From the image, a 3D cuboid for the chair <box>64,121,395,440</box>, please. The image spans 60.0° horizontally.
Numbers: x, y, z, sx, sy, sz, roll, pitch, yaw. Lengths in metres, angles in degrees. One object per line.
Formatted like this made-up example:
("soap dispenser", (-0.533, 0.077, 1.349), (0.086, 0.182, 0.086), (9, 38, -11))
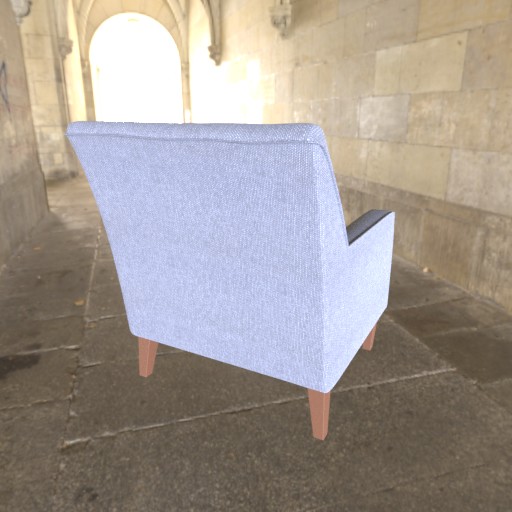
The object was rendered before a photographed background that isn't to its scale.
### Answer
("chair", (0.000, 0.000, 1.570), (0.780, 0.919, 0.899), (9, 20, 27))
